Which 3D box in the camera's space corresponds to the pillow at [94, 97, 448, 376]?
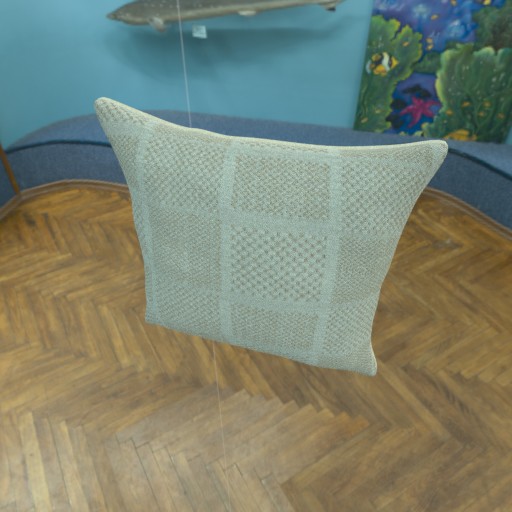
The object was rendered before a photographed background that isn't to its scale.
[{"bbox_3d":[0.000,0.000,0.667,0.436,0.432,0.138,11,43,12],"label":"pillow"}]
